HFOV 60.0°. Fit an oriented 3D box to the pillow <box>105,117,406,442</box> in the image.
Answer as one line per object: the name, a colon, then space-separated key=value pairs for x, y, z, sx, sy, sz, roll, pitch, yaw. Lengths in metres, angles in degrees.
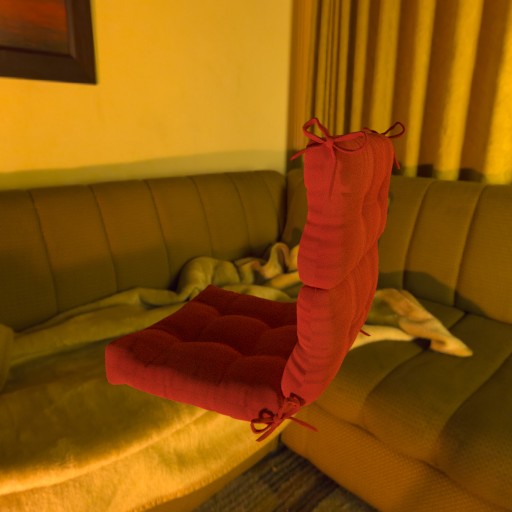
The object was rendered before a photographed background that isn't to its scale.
pillow: x=0.000 y=0.000 z=1.032 sx=0.571 sy=0.605 sz=0.519 roll=7 pitch=18 yaw=24
